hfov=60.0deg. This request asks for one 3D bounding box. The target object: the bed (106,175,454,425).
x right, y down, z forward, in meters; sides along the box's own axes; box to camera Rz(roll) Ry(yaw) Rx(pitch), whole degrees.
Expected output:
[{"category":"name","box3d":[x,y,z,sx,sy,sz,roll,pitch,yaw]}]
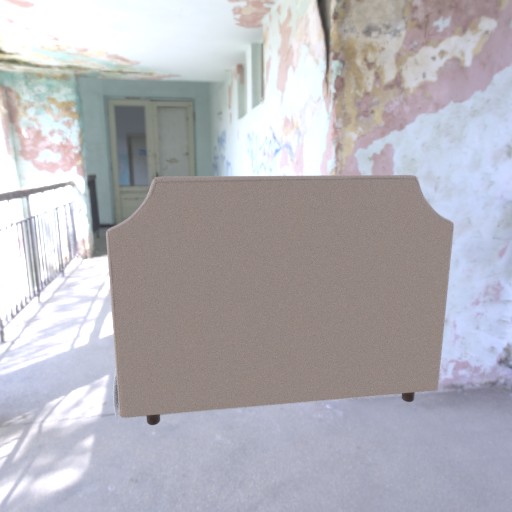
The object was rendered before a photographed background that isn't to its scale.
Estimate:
[{"category":"bed","box3d":[0.000,0.000,4.161,2.350,1.590,2.773,-2,13,-9]}]
